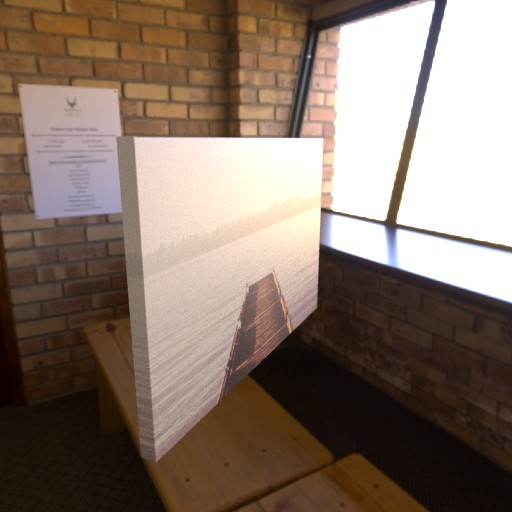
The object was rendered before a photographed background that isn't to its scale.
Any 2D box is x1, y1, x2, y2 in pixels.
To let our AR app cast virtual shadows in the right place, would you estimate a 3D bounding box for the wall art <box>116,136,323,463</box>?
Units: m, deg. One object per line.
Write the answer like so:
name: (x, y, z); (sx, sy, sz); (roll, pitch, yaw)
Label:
wall art: (0.000, 0.000, 1.177); (0.037, 0.609, 0.916); (7, 16, 26)
